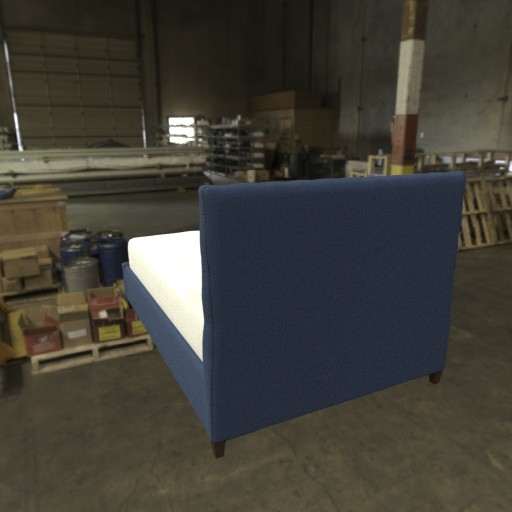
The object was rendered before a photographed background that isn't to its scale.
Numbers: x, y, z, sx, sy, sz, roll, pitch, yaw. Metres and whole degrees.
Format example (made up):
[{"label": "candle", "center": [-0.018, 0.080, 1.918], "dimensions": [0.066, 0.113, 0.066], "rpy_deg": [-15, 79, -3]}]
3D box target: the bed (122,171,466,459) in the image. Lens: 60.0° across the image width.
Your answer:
[{"label": "bed", "center": [0.000, 0.000, 3.496], "dimensions": [1.706, 1.427, 2.387], "rpy_deg": [-8, 17, -26]}]
